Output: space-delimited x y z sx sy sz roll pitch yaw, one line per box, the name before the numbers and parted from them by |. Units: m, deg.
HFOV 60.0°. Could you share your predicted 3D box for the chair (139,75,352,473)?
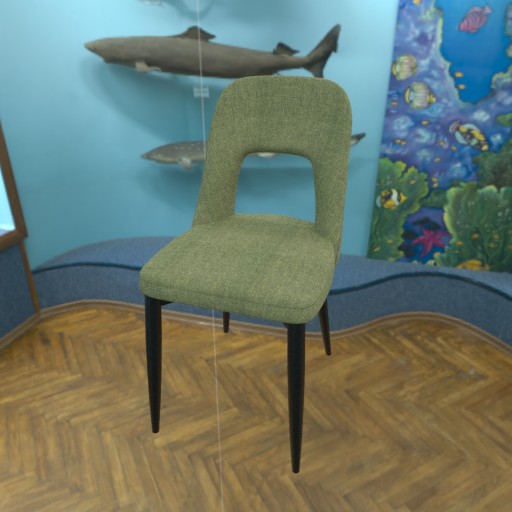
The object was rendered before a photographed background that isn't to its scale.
chair | 0.000 0.000 1.275 0.470 0.931 0.612 8 27 17
